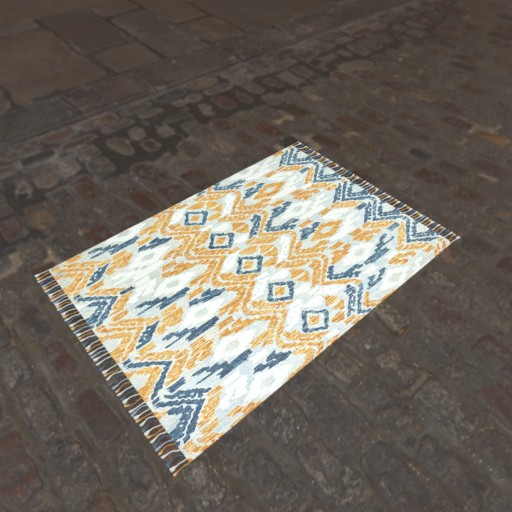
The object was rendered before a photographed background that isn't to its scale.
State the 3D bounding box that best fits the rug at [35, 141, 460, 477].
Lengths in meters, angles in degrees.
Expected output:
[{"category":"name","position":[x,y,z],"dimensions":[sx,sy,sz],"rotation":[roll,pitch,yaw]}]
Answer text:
[{"category":"rug","position":[0.000,0.000,2.269],"dimensions":[1.827,0.008,1.230],"rotation":[-32,55,-27]}]
